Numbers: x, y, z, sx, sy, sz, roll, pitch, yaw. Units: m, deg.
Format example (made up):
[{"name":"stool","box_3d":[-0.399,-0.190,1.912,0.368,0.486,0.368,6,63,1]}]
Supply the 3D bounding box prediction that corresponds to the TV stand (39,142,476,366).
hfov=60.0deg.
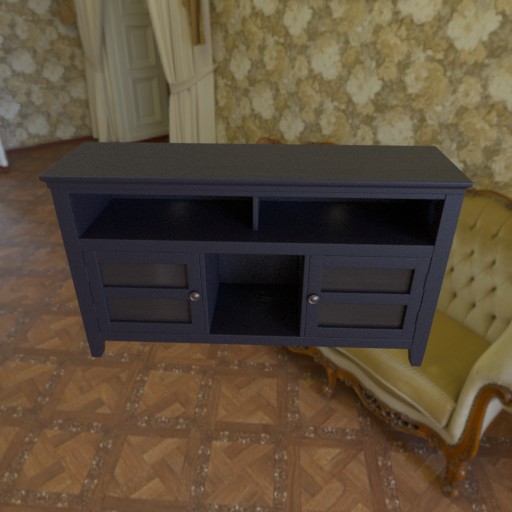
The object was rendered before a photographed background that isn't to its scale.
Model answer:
[{"name":"TV stand","box_3d":[0.000,0.000,1.528,1.198,0.681,0.347,1,30,2]}]
